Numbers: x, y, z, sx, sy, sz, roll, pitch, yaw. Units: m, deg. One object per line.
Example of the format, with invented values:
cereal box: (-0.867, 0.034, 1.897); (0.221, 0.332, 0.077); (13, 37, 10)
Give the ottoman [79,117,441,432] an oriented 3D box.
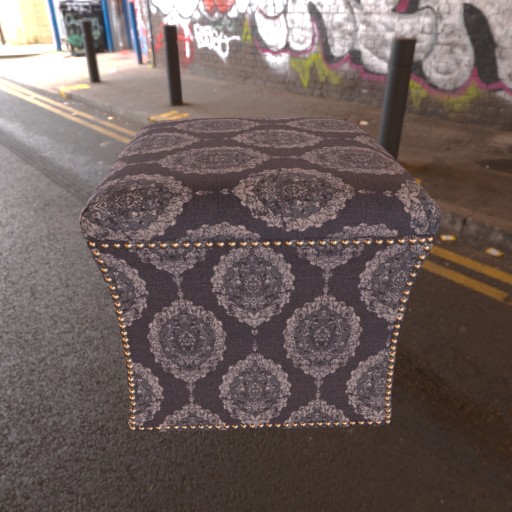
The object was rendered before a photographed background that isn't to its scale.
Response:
ottoman: (0.000, 0.000, 0.890); (0.507, 0.475, 0.497); (-1, 30, -2)
